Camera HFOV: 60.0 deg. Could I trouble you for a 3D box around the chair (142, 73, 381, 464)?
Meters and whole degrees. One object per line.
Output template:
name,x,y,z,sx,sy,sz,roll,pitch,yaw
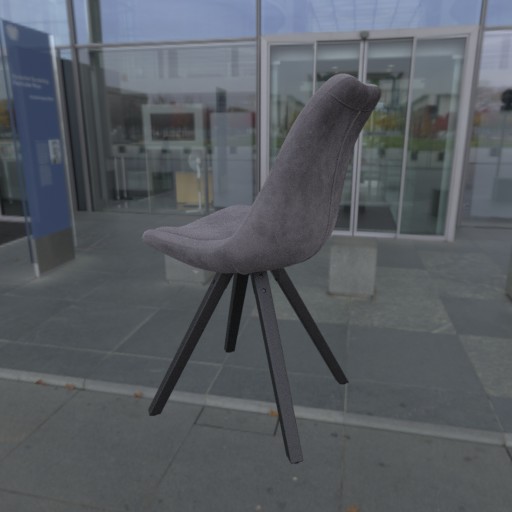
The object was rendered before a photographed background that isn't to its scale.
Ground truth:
chair,0.000,0.000,1.177,0.550,0.850,0.485,8,18,26
